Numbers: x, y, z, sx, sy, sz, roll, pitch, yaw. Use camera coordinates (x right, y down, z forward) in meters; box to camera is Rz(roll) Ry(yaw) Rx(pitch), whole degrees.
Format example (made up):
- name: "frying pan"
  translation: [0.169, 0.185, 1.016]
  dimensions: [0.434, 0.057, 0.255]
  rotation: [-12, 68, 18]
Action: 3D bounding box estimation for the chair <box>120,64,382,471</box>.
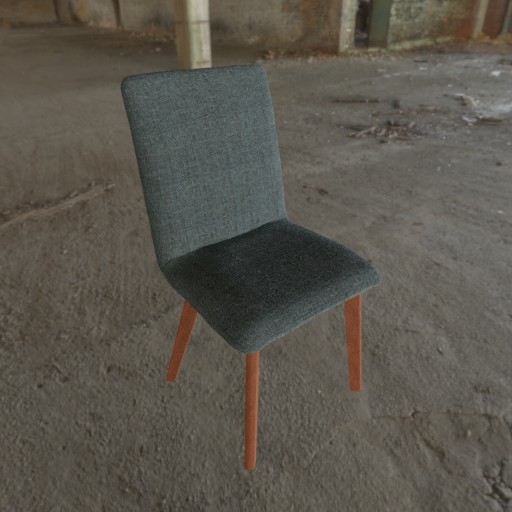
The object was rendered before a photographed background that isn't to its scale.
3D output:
- name: "chair"
  translation: [0.000, 0.000, 1.298]
  dimensions: [0.522, 0.974, 0.563]
  rotation: [-22, 37, -32]
